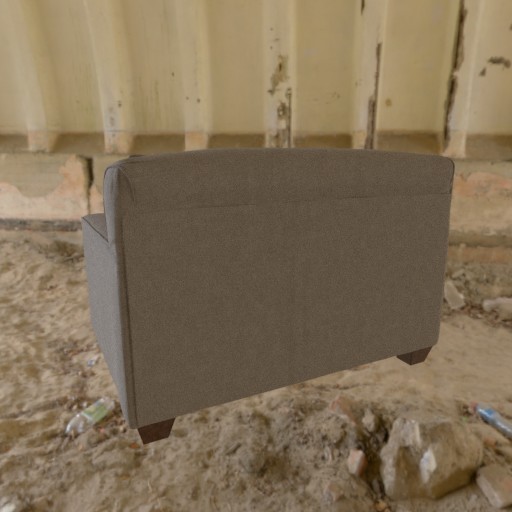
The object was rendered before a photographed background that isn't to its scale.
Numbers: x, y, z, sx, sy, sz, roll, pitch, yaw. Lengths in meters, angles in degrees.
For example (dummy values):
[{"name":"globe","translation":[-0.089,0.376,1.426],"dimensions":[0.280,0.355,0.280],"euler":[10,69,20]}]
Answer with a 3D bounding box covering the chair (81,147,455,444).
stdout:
[{"name":"chair","translation":[0.000,0.000,2.007],"dimensions":[1.395,0.953,0.992],"euler":[-7,15,-26]}]
